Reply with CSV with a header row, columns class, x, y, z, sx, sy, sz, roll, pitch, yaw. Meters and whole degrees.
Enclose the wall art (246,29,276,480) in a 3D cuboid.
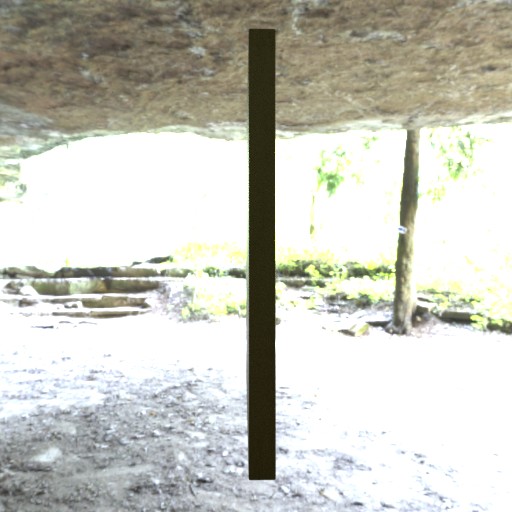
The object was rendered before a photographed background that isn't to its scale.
class,x,y,z,sx,sy,sz,roll,pitch,yaw
wall art,0.000,0.000,0.747,0.031,0.506,0.503,0,-1,-2
